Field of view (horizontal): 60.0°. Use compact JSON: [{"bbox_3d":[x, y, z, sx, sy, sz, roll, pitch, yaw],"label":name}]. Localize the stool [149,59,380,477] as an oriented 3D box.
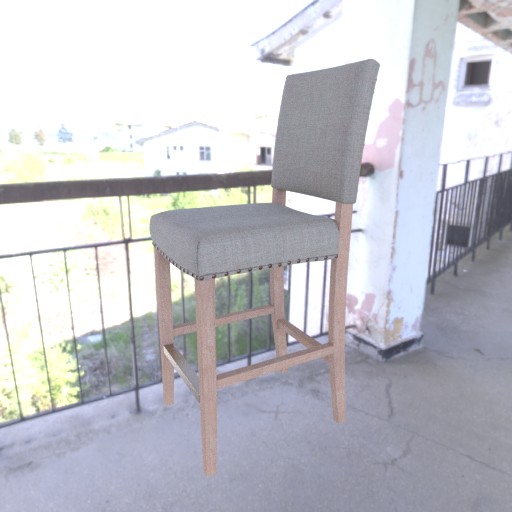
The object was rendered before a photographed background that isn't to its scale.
[{"bbox_3d":[0.000,0.000,1.452,0.585,1.173,0.445,-8,18,-27],"label":"stool"}]
